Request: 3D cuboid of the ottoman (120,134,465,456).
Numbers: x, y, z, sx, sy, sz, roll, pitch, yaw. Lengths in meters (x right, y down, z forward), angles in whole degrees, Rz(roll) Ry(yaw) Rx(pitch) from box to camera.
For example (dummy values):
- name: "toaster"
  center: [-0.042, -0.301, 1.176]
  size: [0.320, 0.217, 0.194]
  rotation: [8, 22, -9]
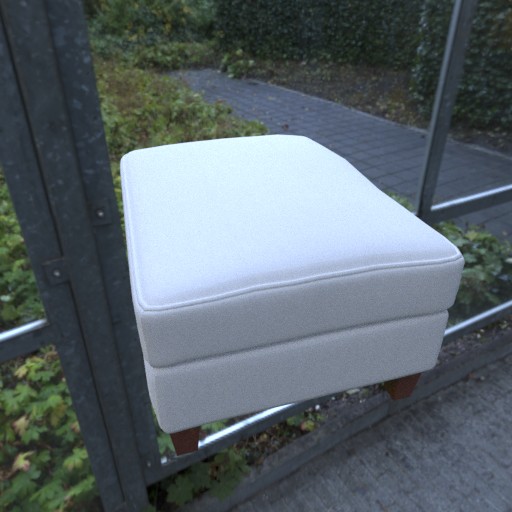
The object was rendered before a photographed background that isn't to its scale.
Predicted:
- name: "ottoman"
  center: [0.000, 0.000, 1.181]
  size: [0.634, 0.479, 0.818]
  rotation: [-9, 32, -14]
